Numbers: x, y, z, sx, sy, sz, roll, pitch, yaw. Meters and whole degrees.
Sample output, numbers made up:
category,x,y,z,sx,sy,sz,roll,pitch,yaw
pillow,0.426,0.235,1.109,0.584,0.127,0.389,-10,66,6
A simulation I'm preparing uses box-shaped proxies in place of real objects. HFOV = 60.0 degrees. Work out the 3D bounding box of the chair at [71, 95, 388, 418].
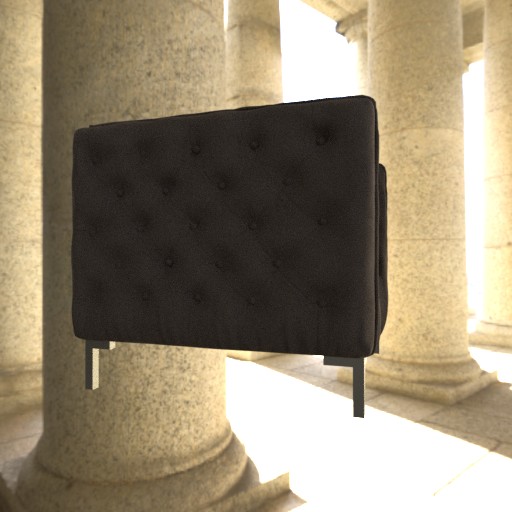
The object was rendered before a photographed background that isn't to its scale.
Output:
category,x,y,z,sx,sy,sz,roll,pitch,yaw
chair,0.000,0.000,1.613,0.913,0.807,0.946,0,0,18
